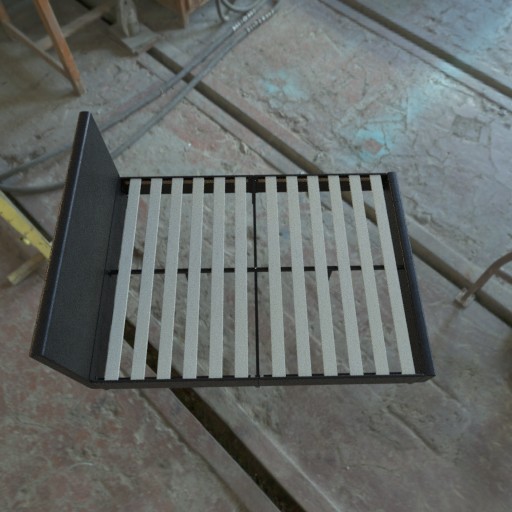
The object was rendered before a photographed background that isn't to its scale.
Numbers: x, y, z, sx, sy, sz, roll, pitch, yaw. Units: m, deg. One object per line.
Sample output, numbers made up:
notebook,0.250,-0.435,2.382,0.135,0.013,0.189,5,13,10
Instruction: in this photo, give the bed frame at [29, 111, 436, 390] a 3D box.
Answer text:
bed frame,0.000,0.000,3.088,2.318,1.127,1.634,-1,64,0
